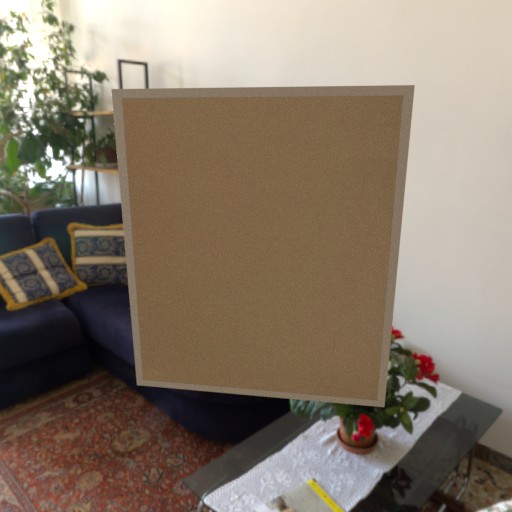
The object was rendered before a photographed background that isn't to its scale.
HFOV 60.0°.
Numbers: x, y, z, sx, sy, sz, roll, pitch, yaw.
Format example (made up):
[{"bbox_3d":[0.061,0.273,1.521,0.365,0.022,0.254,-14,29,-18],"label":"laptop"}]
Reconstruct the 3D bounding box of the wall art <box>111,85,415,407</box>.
[{"bbox_3d":[0.000,0.000,0.781,0.482,0.557,0.012,2,16,8],"label":"wall art"}]
